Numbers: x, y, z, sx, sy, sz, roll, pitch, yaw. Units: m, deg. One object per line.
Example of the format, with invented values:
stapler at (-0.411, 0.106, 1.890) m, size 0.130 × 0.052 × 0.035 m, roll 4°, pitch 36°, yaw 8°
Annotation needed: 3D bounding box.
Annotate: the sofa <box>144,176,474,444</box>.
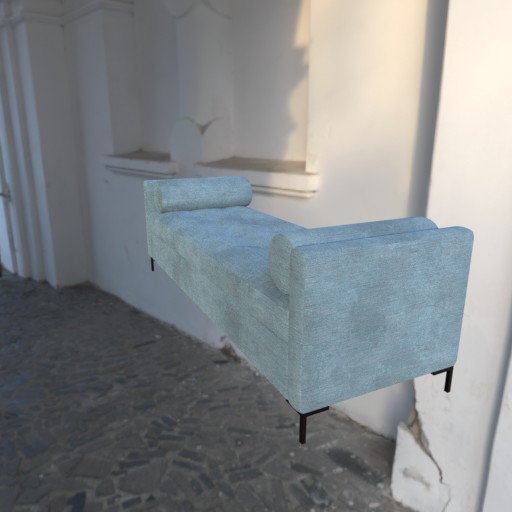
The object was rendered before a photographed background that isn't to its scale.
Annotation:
sofa at (0.000, 0.000, 2.282) m, size 0.686 × 0.635 × 1.981 m, roll -8°, pitch 18°, yaw -25°
